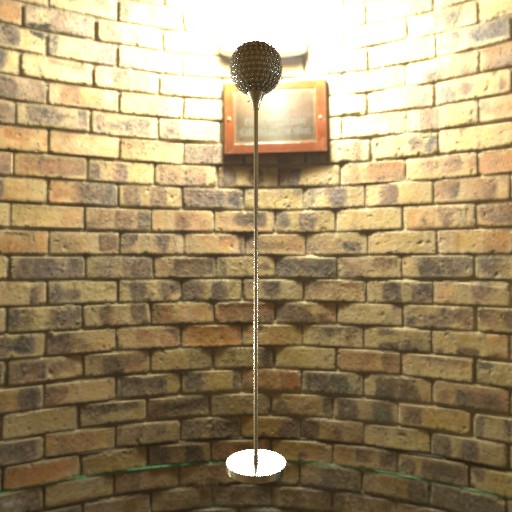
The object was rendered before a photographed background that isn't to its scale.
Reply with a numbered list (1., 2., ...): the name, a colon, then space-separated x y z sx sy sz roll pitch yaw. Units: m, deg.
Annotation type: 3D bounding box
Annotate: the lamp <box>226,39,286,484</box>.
1. lamp: 0.000 0.000 1.893 0.254 1.805 0.254 0 -1 0
